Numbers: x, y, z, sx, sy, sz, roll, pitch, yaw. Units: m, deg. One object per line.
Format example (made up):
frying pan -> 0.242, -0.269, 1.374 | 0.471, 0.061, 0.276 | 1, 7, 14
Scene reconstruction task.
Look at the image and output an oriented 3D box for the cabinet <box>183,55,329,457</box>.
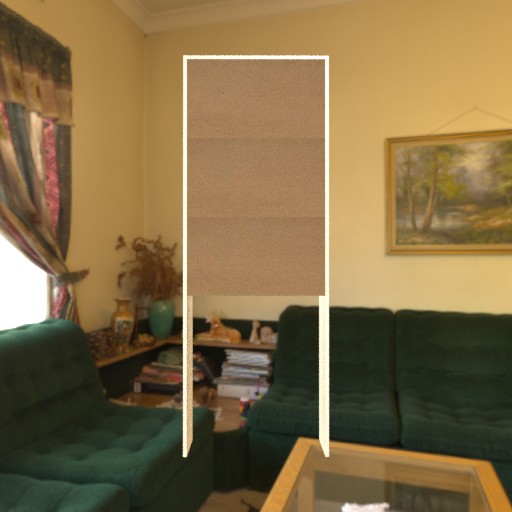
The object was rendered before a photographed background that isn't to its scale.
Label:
cabinet -> 0.000, 0.000, 2.051 | 0.643, 1.770, 0.192 | 0, 0, 0
